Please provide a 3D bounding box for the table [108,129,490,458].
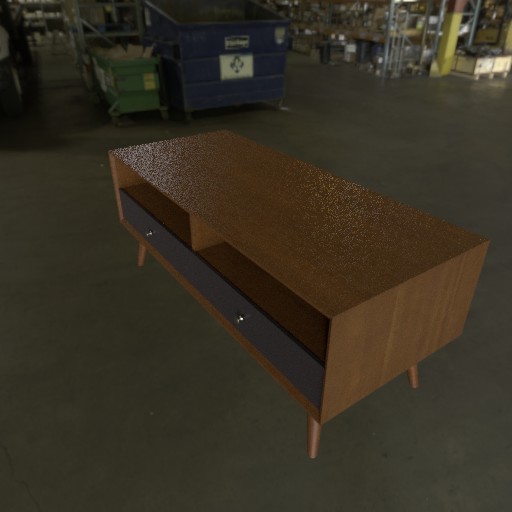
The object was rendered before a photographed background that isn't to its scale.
[{"bbox_3d":[0.000,0.000,1.378,0.490,0.464,1.119,-20,36,-30],"label":"table"}]
